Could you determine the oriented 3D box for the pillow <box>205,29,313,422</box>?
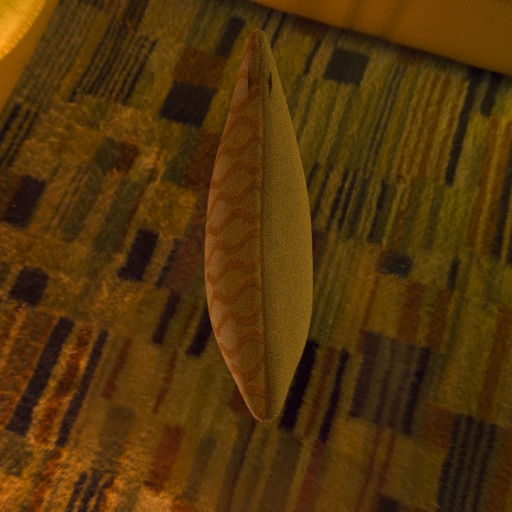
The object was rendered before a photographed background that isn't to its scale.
[{"bbox_3d":[0.000,0.000,0.660,0.159,0.436,0.429,-2,76,-1],"label":"pillow"}]
